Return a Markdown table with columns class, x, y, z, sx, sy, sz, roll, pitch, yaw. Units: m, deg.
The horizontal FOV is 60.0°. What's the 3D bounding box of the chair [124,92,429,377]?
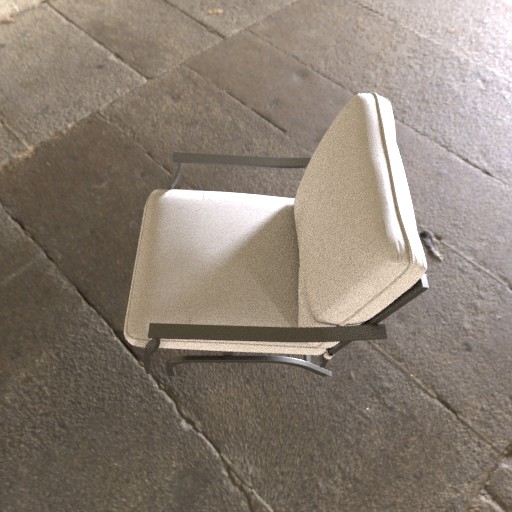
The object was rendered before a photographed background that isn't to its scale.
| class | x | y | z | sx | sy | sz | roll | pitch | yaw |
| --- | --- | --- | --- | --- | --- | --- | --- | --- | --- |
| chair | 0.000 | 0.000 | 1.412 | 0.787 | 0.860 | 0.650 | 0 | 58 | 0 |
